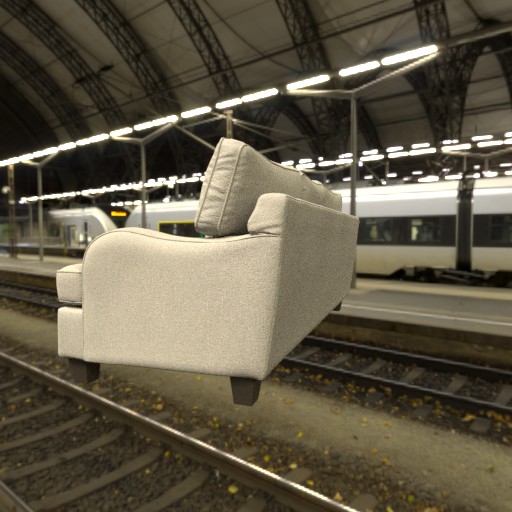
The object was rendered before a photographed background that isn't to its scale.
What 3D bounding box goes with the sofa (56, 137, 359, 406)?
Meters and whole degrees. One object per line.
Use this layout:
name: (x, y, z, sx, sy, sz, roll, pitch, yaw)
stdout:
sofa: (0.000, 0.000, 2.754, 1.016, 0.991, 2.323, 1, 3, 19)
